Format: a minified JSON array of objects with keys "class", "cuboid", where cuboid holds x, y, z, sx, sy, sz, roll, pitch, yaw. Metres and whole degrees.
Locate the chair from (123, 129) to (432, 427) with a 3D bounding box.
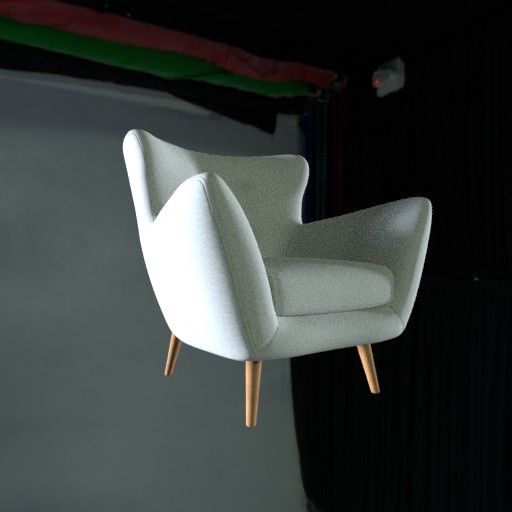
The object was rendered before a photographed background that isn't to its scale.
[{"class":"chair","cuboid":[0.000,0.000,1.581,0.890,0.889,0.889,0,1,-35]}]
